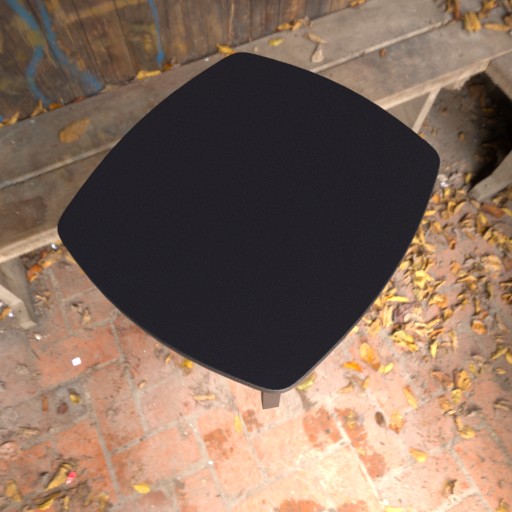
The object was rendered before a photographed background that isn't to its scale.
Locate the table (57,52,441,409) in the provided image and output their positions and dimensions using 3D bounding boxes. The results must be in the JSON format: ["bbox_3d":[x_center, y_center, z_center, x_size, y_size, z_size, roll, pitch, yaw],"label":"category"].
[{"bbox_3d":[0.000,0.000,0.856,0.457,0.457,0.508,33,69,14],"label":"table"}]
